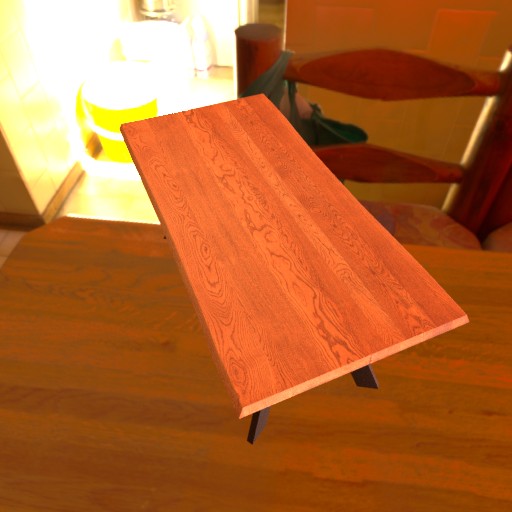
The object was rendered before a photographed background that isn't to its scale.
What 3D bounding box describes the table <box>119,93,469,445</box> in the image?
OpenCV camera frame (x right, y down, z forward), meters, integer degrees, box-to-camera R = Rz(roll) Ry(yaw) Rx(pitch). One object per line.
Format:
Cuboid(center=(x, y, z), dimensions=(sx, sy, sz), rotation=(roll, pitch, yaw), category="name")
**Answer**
Cuboid(center=(0.000, 0.000, 2.292), dimensions=(0.900, 0.770, 1.800), rotation=(-18, 49, -16), category="table")
